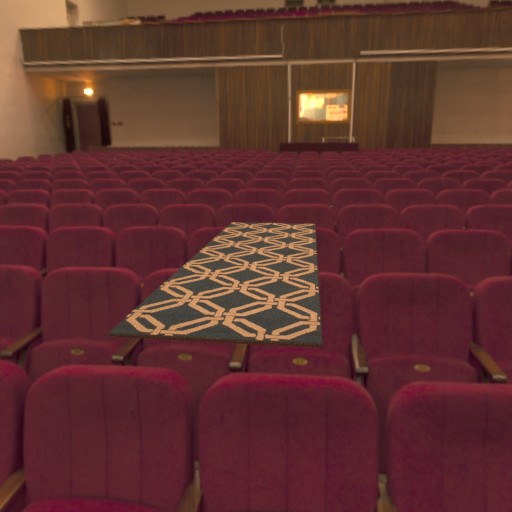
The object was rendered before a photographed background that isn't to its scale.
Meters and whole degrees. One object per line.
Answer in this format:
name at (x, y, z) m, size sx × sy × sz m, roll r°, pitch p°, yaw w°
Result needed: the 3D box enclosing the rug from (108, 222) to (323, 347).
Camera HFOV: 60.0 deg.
rug at (0.000, 0.000, 2.465) m, size 0.678 × 0.014 × 2.276 m, roll 2°, pitch 13°, yaw 7°
